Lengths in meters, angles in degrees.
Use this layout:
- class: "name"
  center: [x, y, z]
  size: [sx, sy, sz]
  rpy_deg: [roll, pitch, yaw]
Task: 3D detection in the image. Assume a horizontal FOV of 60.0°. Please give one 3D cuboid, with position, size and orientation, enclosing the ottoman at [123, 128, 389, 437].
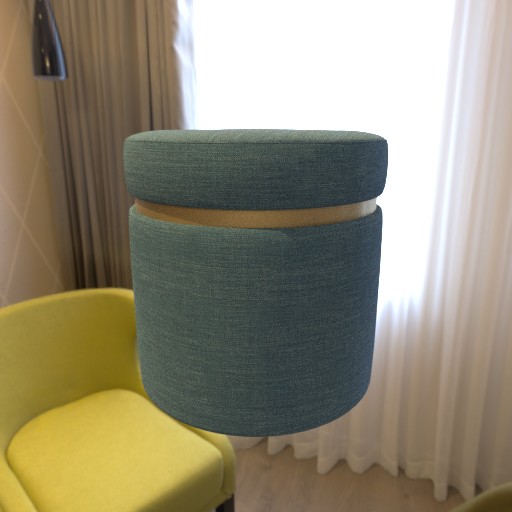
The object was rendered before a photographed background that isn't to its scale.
- class: "ottoman"
  center: [0.000, 0.000, 0.733]
  size: [0.398, 0.406, 0.398]
  rpy_deg: [0, 16, 0]
